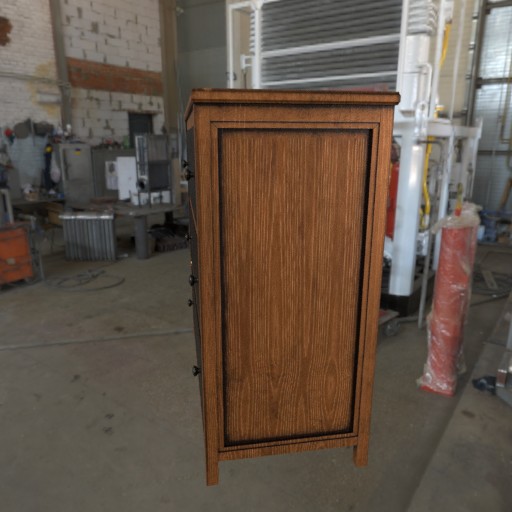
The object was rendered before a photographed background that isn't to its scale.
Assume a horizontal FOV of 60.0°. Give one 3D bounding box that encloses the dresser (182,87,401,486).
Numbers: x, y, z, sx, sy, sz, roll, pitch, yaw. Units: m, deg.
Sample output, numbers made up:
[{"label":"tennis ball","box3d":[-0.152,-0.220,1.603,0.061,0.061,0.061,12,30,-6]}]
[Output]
[{"label":"dresser","box3d":[0.000,0.000,1.913,0.591,1.224,1.250,-2,15,-9]}]
